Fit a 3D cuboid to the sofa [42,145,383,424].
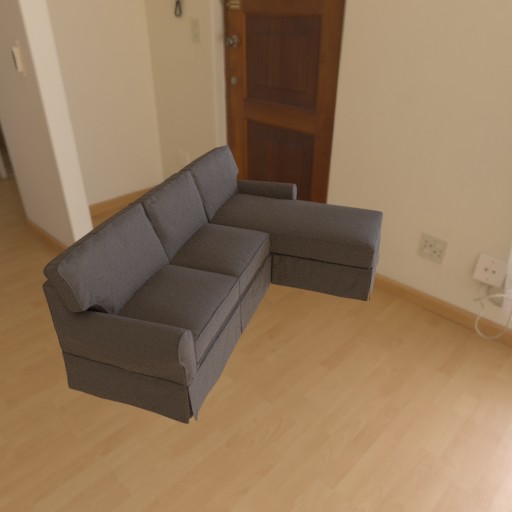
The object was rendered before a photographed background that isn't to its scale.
[{"bbox_3d":[0.000,0.000,3.347,1.733,0.978,2.475,10,32,16],"label":"sofa"}]
